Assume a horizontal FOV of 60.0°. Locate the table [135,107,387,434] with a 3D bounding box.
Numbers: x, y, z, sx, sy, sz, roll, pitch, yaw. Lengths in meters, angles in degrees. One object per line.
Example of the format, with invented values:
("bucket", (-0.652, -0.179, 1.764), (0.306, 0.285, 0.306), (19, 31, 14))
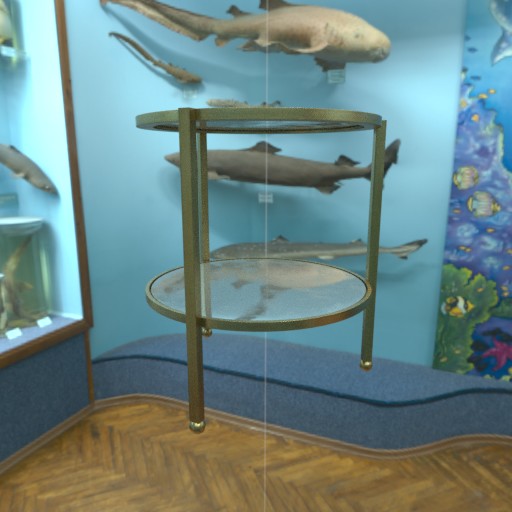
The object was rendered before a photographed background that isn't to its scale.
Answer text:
("table", (0.000, 0.000, 0.456), (0.231, 0.269, 0.243), (6, 14, 26))
